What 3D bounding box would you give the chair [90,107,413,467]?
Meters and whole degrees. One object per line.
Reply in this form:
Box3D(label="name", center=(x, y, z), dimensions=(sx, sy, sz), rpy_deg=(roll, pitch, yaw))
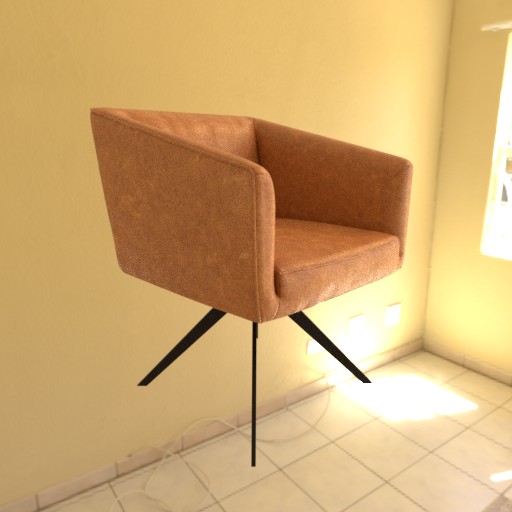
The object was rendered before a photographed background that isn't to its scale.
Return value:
Box3D(label="chair", center=(0.000, 0.000, 1.183), dimensions=(0.625, 0.760, 0.588), rpy_deg=(14, 19, 43))
